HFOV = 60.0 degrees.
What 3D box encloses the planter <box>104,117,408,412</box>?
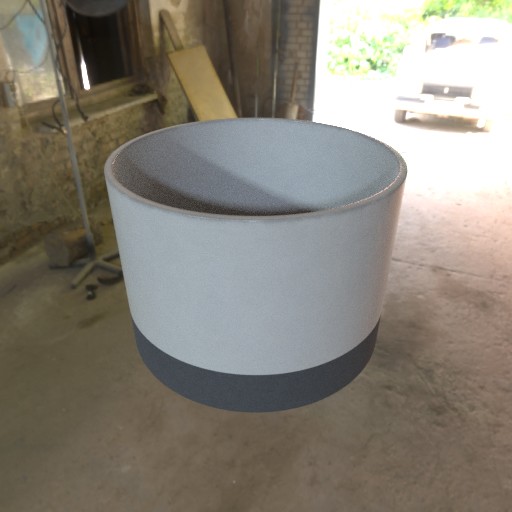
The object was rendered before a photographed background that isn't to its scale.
[{"bbox_3d":[0.000,0.000,0.222,0.128,0.105,0.128,0,31,0],"label":"planter"}]
